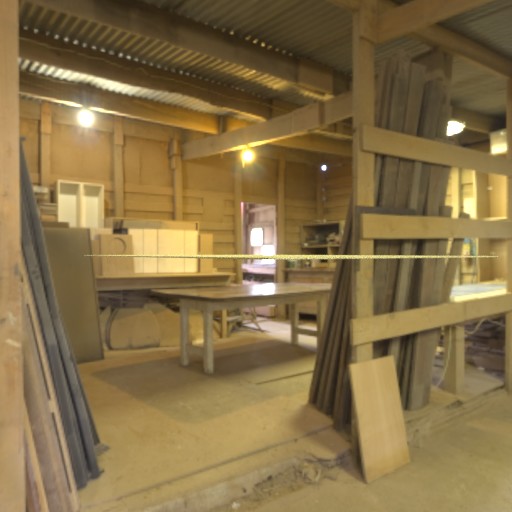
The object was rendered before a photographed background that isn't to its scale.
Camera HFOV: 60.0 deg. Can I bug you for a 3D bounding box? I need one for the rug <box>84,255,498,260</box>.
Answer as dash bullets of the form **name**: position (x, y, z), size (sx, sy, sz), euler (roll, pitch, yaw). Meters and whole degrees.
- **rug**: position (0.000, 0.000, 2.830), size (1.529, 0.007, 2.297), euler (0, 0, -36)
